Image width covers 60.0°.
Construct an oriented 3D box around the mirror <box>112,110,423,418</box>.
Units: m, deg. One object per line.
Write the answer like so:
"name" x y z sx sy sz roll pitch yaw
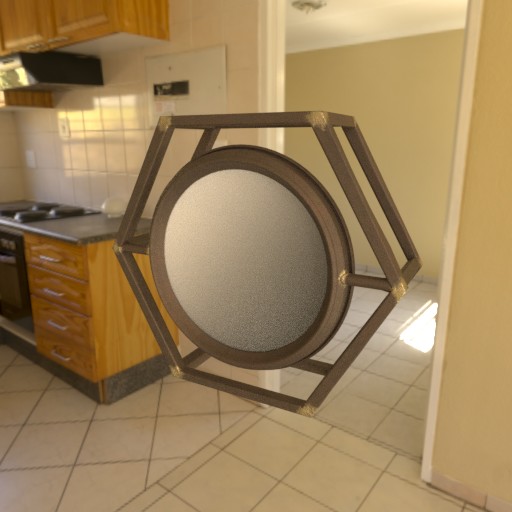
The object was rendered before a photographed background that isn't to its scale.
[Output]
"mirror" 0.000 0.000 0.554 0.380 0.334 0.119 8 16 27
